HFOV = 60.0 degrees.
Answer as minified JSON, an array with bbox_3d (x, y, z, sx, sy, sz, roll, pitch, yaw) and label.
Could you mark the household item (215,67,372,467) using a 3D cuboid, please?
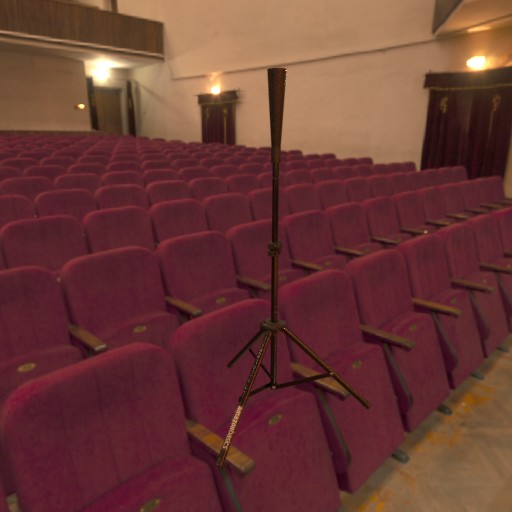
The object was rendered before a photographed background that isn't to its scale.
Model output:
[{"bbox_3d":[0.000,0.000,1.360,0.559,1.067,0.559,14,20,43],"label":"household item"}]
